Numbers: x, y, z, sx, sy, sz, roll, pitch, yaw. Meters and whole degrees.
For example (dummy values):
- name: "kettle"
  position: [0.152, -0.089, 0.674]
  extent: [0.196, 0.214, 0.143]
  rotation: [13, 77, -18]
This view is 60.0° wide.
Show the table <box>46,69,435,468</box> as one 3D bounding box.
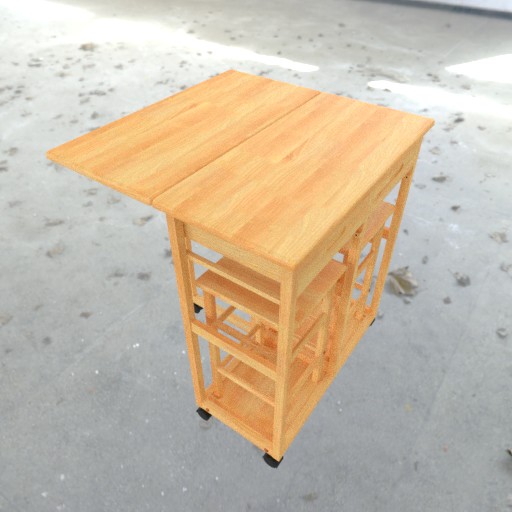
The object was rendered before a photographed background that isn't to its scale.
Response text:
- name: "table"
  position: [0.000, 0.000, 1.395]
  extent: [0.693, 0.832, 0.752]
  rotation: [25, 47, 26]
